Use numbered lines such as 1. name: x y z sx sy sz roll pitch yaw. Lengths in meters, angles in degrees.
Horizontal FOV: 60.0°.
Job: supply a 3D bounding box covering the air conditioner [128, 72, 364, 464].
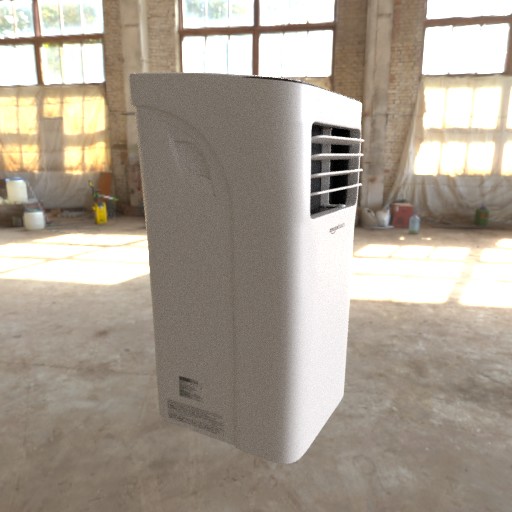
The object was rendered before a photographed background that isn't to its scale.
1. air conditioner: 0.000 0.000 0.930 0.369 0.716 0.352 7 15 28
